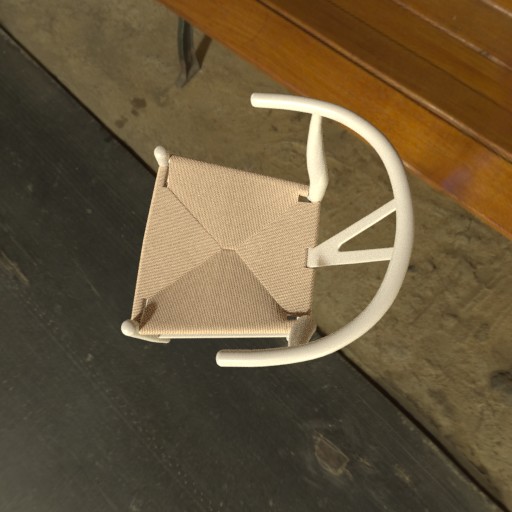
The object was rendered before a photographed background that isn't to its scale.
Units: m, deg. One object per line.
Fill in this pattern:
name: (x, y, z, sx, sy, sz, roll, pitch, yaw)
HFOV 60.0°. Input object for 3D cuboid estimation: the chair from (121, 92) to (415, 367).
chair: (0.000, 0.000, 1.153, 0.579, 0.730, 0.569, 6, 76, 2)
